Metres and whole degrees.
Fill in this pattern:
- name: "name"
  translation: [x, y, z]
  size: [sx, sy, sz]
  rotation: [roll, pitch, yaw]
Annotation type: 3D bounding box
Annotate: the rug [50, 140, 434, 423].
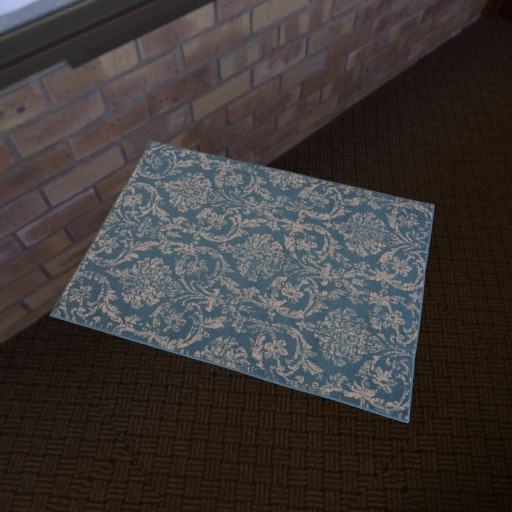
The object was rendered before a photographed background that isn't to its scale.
- name: "rug"
  translation: [0.000, 0.000, 2.961]
  size: [2.205, 0.012, 1.554]
  rotation: [14, 61, 8]
